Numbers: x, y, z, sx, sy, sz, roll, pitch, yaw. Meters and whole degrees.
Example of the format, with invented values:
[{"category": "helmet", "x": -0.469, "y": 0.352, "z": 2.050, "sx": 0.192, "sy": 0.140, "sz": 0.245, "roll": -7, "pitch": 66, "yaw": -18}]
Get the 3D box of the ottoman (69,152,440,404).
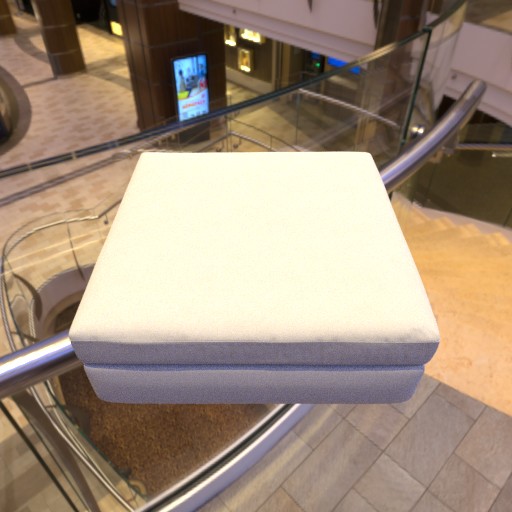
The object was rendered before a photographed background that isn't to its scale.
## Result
[{"category": "ottoman", "x": 0.000, "y": 0.000, "z": 1.859, "sx": 1.163, "sy": 0.482, "sz": 1.167, "roll": 0, "pitch": 42, "yaw": 0}]
